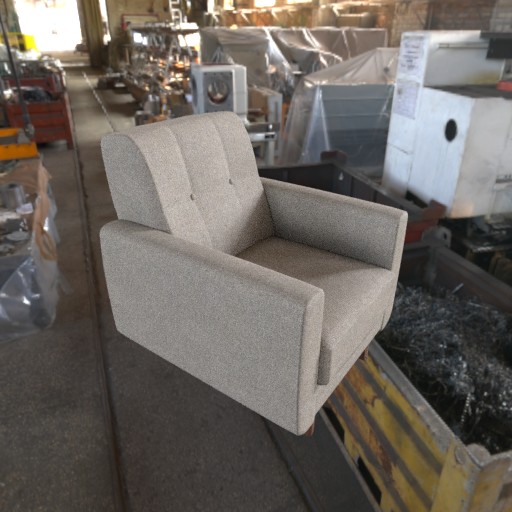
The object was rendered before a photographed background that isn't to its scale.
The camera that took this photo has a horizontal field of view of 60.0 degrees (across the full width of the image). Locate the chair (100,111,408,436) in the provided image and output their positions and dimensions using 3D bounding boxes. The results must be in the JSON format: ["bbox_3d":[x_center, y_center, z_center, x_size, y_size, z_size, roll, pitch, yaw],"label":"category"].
[{"bbox_3d":[0.000,0.000,1.737,0.942,0.968,0.845,18,32,31],"label":"chair"}]
